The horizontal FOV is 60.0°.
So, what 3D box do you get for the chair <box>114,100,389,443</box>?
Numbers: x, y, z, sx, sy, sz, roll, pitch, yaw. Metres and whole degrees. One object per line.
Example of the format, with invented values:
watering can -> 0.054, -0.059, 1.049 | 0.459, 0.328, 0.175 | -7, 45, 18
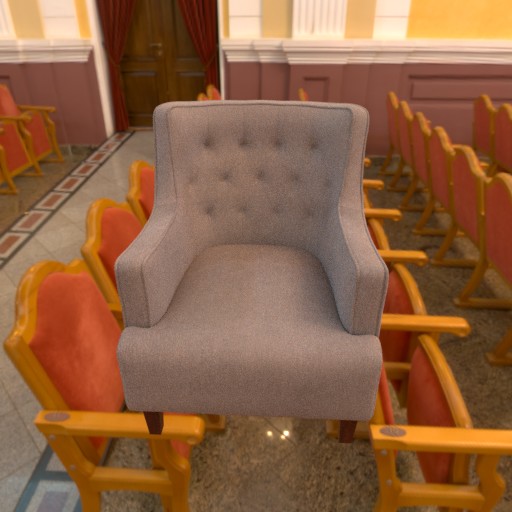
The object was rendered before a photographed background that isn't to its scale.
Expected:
chair -> 0.000, 0.000, 1.554 | 0.781, 0.919, 0.910 | 2, 30, 3
